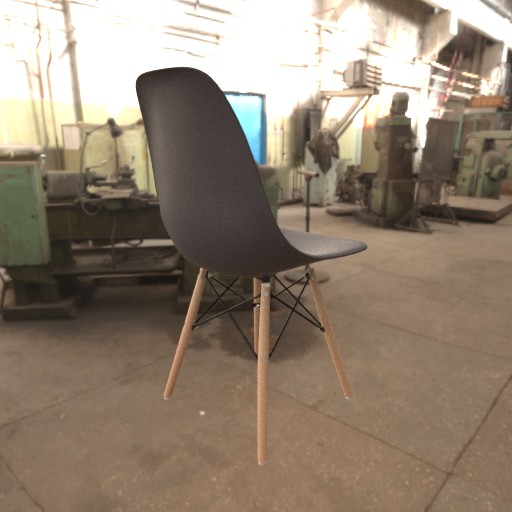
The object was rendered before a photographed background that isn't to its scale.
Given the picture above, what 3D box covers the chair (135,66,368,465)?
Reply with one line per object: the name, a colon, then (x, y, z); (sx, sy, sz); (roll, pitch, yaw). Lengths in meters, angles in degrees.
chair: (0.000, 0.000, 1.120); (0.470, 0.826, 0.533); (14, 21, 43)
